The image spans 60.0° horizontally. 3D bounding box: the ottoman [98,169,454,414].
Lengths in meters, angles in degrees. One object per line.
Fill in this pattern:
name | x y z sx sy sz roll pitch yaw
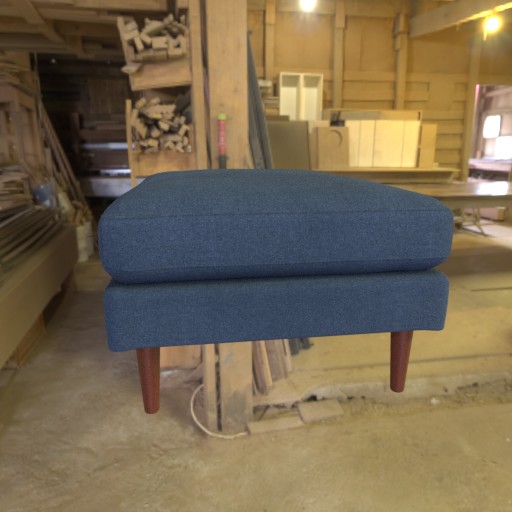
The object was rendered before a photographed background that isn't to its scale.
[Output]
ottoman | 0.000 0.000 1.246 0.693 0.474 0.821 -2 14 -8
